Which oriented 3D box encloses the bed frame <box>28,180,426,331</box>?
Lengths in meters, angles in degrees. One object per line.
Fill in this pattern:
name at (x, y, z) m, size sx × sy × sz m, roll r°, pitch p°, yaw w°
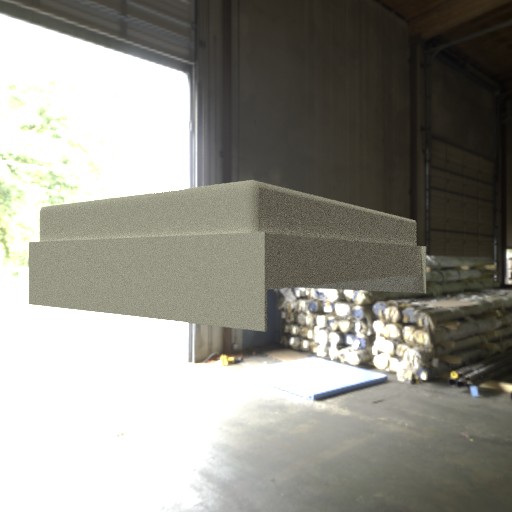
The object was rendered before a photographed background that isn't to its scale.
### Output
bed frame at (0.000, 0.000, 2.622) m, size 1.445 × 0.497 × 1.945 m, roll 0°, pitch 0°, yaw 35°
